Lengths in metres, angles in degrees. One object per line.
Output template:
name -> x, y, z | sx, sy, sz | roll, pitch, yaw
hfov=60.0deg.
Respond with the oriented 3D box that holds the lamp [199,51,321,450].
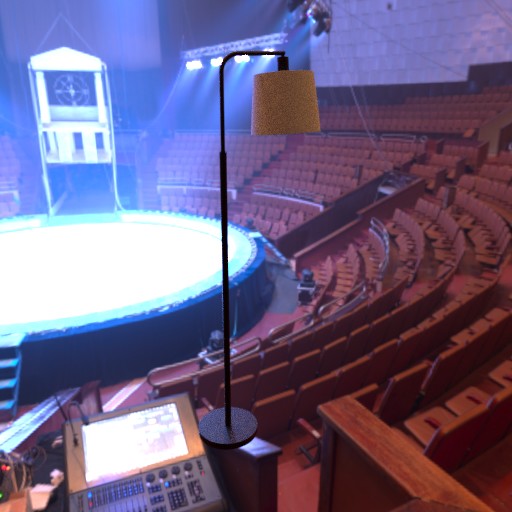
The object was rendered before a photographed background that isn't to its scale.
lamp -> 0.000, 0.000, 1.717 | 0.508, 1.478, 0.254 | -8, 17, -27
